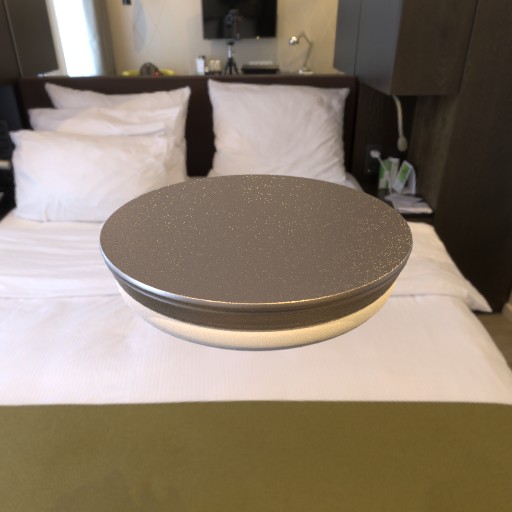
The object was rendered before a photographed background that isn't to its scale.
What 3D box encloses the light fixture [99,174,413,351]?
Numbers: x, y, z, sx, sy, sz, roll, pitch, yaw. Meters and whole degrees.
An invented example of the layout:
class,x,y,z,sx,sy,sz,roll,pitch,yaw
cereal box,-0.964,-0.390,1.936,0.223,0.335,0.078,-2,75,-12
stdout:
class,x,y,z,sx,sy,sz,roll,pitch,yaw
light fixture,0.000,0.000,0.566,0.368,0.100,0.368,0,28,0
